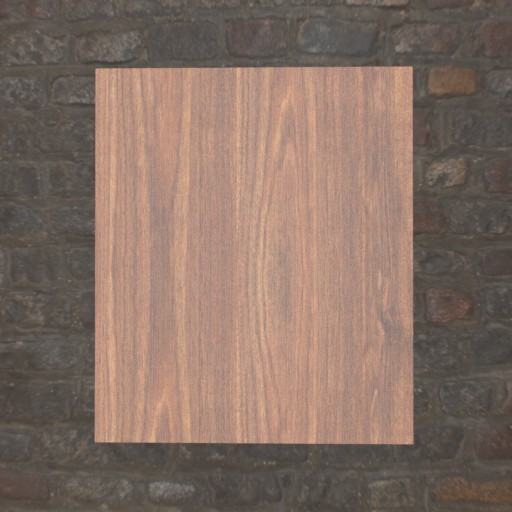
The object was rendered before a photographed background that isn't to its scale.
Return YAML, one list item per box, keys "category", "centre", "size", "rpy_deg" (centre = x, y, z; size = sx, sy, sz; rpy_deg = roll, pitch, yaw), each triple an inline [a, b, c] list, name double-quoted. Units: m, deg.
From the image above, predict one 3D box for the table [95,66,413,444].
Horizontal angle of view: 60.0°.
- category: "table"
  centre: [0.000, 0.000, 1.096]
  size: [0.559, 0.635, 0.660]
  rpy_deg: [0, 90, 1]
